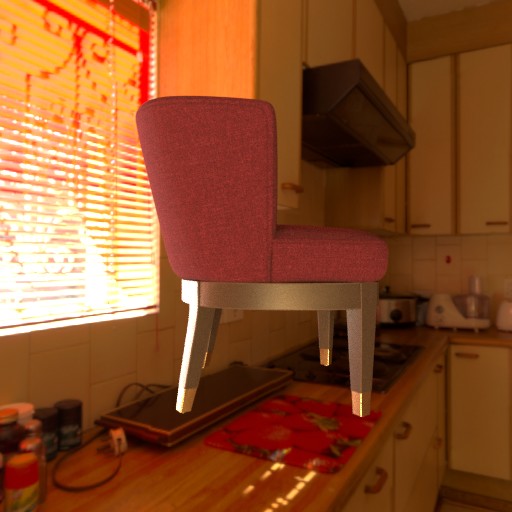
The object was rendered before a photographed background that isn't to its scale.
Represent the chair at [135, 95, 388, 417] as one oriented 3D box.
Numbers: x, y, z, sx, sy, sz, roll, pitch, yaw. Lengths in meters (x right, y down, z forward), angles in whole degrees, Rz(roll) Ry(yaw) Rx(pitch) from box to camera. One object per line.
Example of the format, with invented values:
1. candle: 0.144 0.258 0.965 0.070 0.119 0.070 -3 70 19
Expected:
1. chair: 0.000 0.000 1.299 0.660 0.760 0.700 0 0 -1
